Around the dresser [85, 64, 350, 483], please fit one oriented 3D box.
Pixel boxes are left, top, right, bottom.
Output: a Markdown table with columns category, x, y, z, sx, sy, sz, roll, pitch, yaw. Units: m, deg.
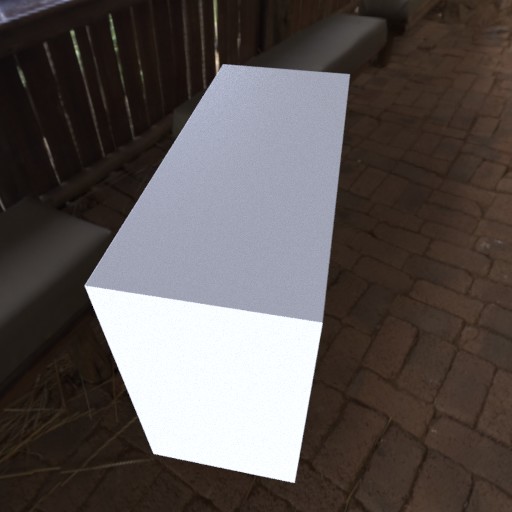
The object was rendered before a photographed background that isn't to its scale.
| category | x | y | z | sx | sy | sz | roll | pitch | yaw |
| --- | --- | --- | --- | --- | --- | --- | --- | --- | --- |
| dresser | 0.000 | 0.000 | 1.497 | 0.460 | 0.820 | 1.100 | 8 | 45 | 8 |
